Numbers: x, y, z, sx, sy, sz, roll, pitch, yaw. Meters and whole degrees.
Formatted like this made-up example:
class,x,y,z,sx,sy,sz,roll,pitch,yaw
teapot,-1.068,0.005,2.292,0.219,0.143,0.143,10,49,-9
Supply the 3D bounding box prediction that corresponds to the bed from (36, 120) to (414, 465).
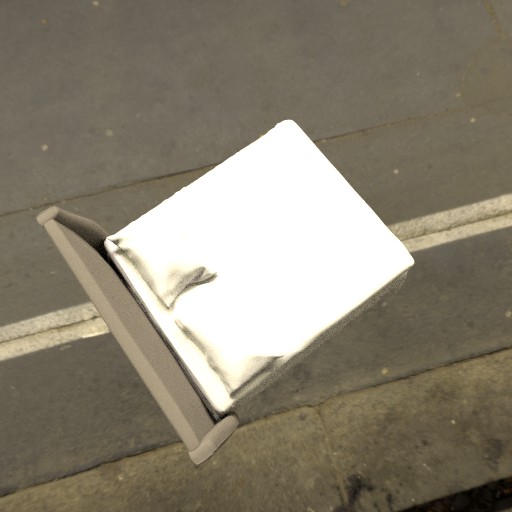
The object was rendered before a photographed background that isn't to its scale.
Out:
class,x,y,z,sx,sy,sz,roll,pitch,yaw
bed,0.000,0.000,3.539,2.276,1.332,1.925,-36,77,-9
